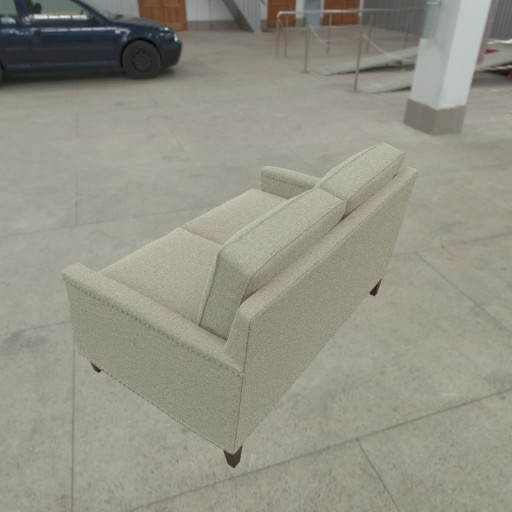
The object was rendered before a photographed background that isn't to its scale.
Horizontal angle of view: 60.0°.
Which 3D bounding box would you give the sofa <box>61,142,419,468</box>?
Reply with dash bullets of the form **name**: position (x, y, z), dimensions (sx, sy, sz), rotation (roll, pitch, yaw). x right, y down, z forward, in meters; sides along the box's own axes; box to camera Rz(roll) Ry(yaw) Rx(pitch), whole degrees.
- **sofa**: position (0.000, 0.000, 2.284), dimensions (1.084, 1.003, 1.597), rotation (21, 38, 30)
